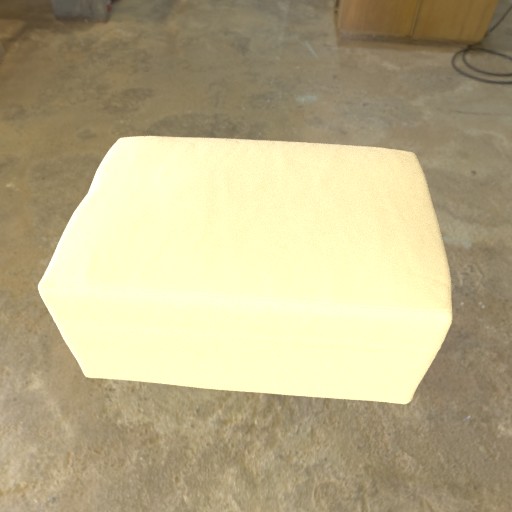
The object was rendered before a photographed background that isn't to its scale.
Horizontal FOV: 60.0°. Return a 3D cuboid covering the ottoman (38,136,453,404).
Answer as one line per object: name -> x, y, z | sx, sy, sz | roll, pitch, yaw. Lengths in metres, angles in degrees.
ottoman -> 0.000, 0.000, 1.187 | 0.872, 0.444, 0.590 | 4, 48, 3
